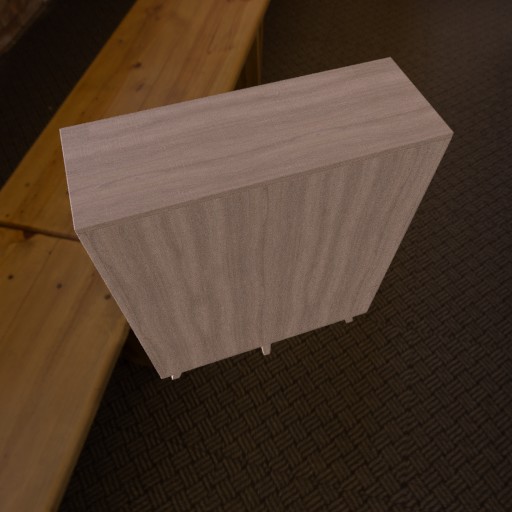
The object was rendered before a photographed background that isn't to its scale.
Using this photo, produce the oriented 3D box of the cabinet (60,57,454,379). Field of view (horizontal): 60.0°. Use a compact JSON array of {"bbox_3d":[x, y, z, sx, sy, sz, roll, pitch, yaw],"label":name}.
[{"bbox_3d":[0.000,0.000,1.908,1.111,1.388,0.398,-16,59,-10],"label":"cabinet"}]
